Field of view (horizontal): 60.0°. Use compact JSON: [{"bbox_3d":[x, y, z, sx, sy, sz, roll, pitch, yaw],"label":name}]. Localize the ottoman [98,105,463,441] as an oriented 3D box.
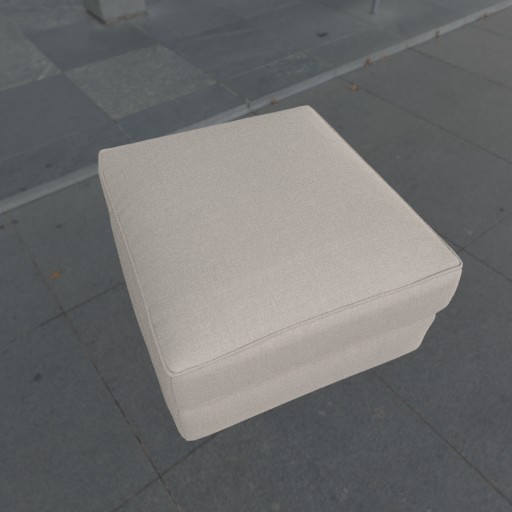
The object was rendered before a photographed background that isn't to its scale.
[{"bbox_3d":[0.000,0.000,1.152,0.662,0.505,0.716,-17,50,-15],"label":"ottoman"}]
